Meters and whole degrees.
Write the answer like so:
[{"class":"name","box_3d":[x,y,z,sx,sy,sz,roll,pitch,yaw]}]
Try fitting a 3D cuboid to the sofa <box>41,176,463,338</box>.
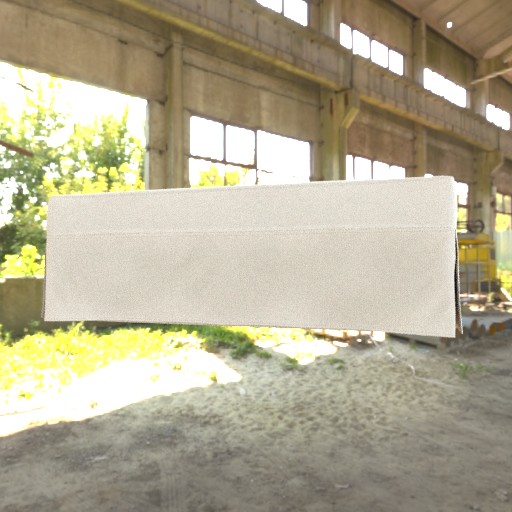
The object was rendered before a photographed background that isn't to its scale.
[{"class":"sofa","box_3d":[0.000,0.000,2.084,1.677,0.552,0.939,0,-1,16]}]
